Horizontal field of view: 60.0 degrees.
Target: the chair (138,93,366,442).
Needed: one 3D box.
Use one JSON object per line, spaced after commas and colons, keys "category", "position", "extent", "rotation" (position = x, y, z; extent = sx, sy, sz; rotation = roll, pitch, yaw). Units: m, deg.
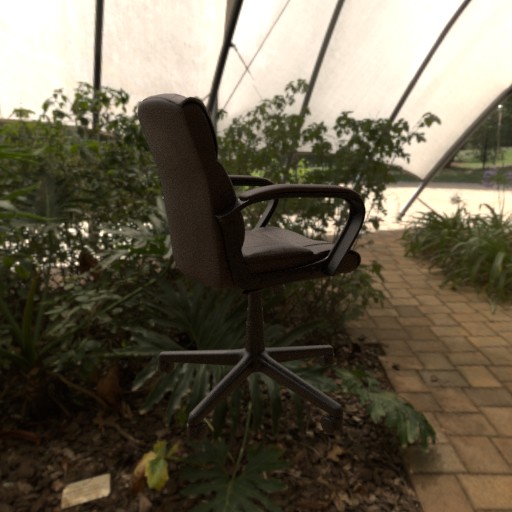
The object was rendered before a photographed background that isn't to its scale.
{"category": "chair", "position": [0.000, 0.000, 1.513], "extent": [0.717, 1.004, 0.739], "rotation": [-7, 15, -27]}
